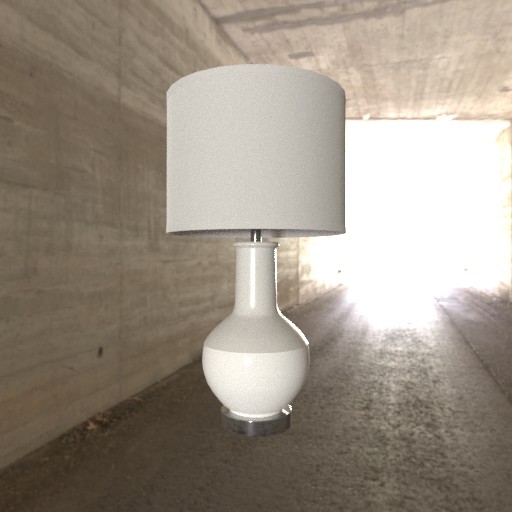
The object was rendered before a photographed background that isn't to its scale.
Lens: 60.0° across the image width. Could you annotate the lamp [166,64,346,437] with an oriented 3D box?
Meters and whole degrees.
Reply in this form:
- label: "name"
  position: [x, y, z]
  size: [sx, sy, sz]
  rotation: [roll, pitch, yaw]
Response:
- label: "lamp"
  position: [0.000, 0.000, 0.894]
  size: [0.357, 0.673, 0.357]
  rotation: [0, 0, -18]
